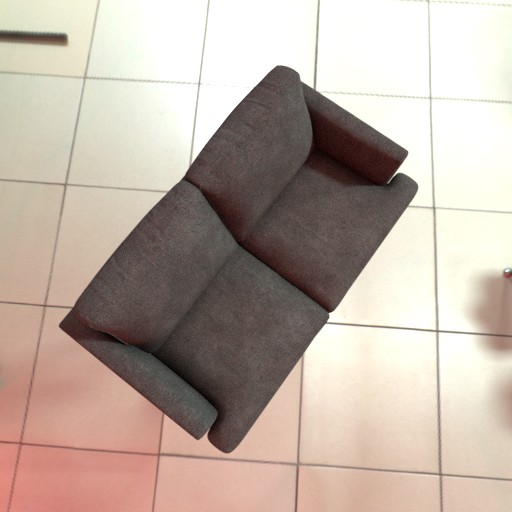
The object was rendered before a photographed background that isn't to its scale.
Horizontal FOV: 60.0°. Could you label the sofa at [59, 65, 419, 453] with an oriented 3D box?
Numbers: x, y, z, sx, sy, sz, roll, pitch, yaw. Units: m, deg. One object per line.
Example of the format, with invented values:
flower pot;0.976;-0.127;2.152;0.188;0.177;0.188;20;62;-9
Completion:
sofa;0.000;0.000;2.118;0.903;0.956;1.582;36;79;8
